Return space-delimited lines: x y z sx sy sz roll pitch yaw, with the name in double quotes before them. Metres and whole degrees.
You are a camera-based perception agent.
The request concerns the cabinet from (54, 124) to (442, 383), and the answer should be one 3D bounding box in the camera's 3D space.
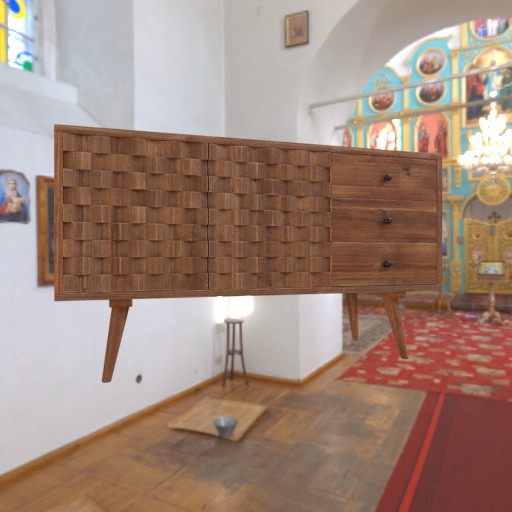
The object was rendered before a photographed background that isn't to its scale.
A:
"cabinet" 0.000 0.000 1.743 1.400 0.800 0.472 0 0 -17
